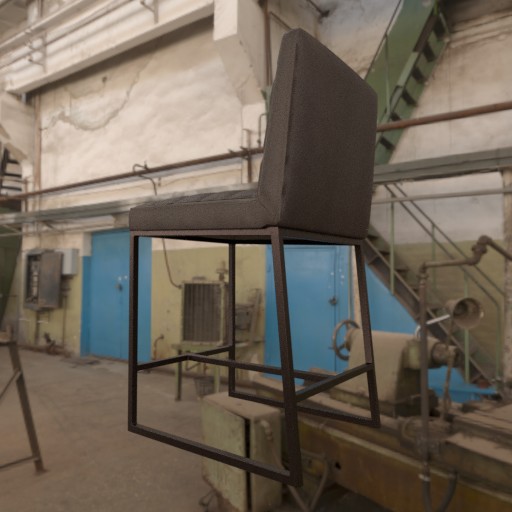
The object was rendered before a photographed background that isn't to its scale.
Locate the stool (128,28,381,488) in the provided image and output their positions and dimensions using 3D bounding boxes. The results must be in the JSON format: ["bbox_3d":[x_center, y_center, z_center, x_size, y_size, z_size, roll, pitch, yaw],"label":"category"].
[{"bbox_3d":[0.000,0.000,1.228,0.562,0.946,0.463,-2,-3,37],"label":"stool"}]
